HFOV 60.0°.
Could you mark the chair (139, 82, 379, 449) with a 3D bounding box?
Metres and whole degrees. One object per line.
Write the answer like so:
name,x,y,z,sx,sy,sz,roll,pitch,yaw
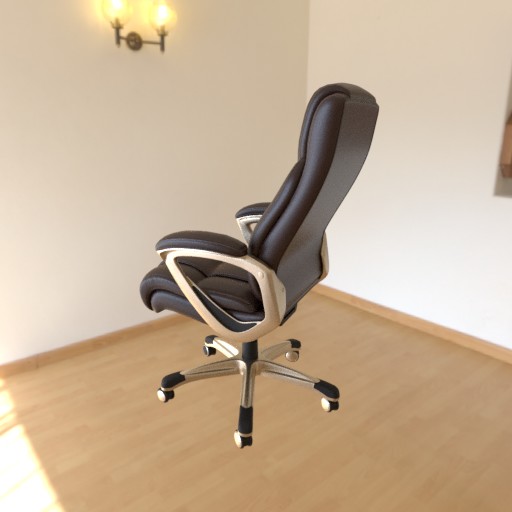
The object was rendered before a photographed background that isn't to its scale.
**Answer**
chair,0.000,0.000,1.675,0.749,1.194,0.692,8,18,24
